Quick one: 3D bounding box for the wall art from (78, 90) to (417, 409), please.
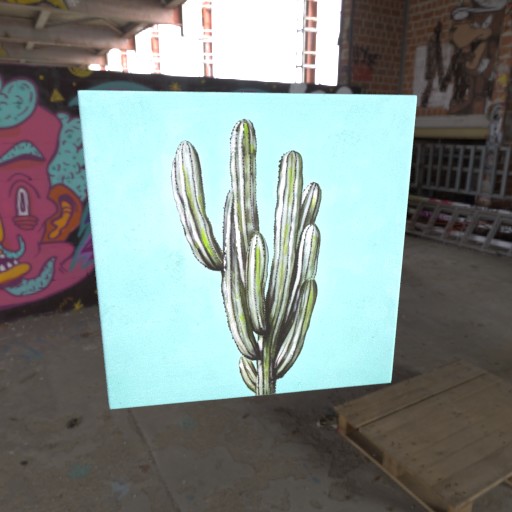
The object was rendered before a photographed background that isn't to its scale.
[{"bbox_3d":[0.000,0.000,1.555,1.071,1.073,0.070,-3,16,-9],"label":"wall art"}]
